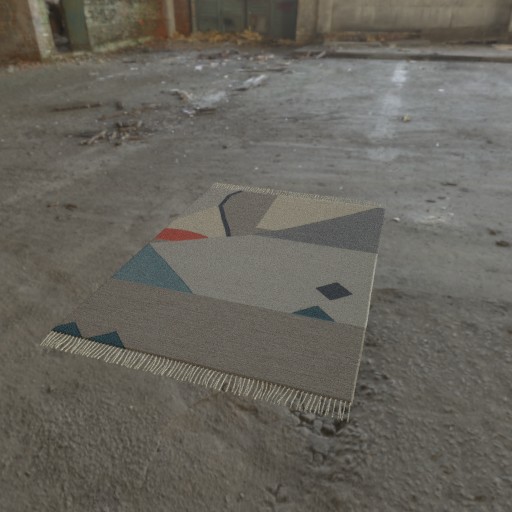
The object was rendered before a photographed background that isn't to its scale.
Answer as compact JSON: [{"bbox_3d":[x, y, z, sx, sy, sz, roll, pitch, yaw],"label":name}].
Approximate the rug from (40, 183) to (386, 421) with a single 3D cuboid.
[{"bbox_3d":[0.000,0.000,2.324,1.220,0.005,1.828,9,32,15],"label":"rug"}]
